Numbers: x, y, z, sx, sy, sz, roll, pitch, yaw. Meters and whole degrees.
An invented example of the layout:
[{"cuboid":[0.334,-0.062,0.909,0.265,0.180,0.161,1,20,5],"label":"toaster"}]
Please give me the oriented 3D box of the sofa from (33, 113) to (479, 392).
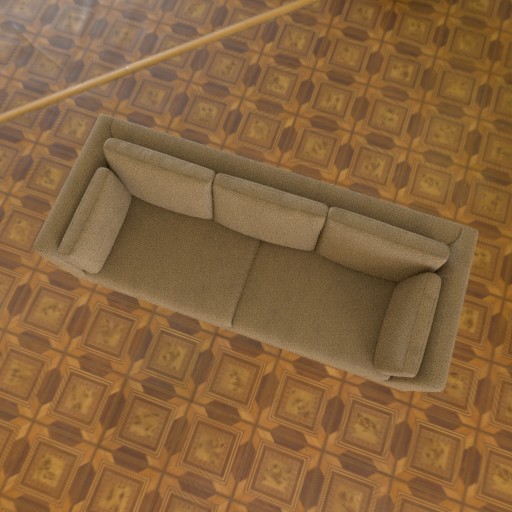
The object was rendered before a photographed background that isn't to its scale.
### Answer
[{"cuboid":[0.000,0.000,2.855,2.415,0.867,0.969,18,75,5],"label":"sofa"}]
